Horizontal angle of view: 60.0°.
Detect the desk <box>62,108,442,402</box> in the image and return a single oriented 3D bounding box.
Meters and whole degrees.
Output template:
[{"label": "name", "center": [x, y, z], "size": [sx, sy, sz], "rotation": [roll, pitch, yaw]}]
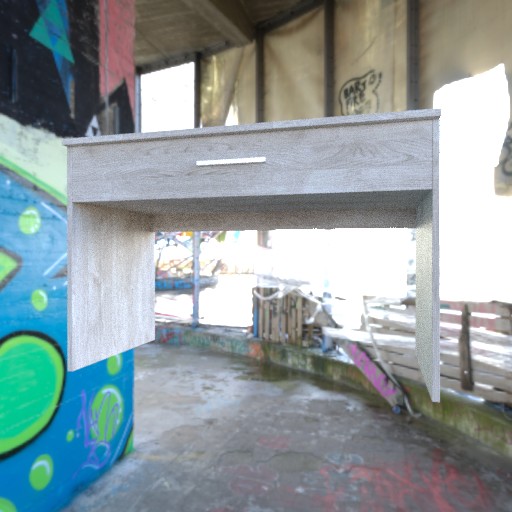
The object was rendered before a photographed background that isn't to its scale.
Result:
[{"label": "desk", "center": [0.000, 0.000, 1.504], "size": [1.100, 0.730, 0.560], "rotation": [0, 0, 16]}]
